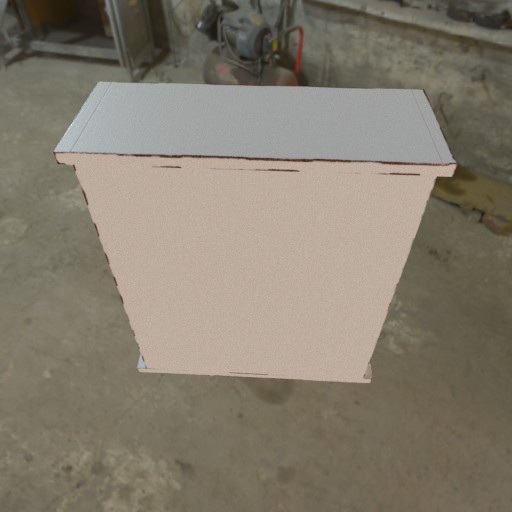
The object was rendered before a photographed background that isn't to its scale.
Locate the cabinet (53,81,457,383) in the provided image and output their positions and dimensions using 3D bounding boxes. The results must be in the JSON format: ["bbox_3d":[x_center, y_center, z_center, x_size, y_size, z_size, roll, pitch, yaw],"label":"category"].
[{"bbox_3d":[0.000,0.000,0.883,0.541,0.603,0.210,2,47,2],"label":"cabinet"}]
